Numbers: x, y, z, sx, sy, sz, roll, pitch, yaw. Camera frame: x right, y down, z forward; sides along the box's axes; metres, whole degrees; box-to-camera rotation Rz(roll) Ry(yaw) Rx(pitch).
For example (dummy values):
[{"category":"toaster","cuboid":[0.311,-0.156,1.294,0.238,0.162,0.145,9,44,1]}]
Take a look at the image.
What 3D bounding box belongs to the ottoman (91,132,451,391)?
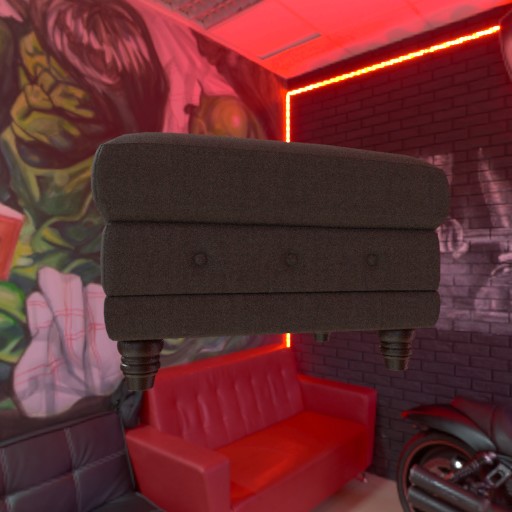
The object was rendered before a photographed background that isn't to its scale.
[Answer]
[{"category":"ottoman","cuboid":[0.000,0.000,1.201,0.809,0.555,0.599,0,-2,-17]}]
